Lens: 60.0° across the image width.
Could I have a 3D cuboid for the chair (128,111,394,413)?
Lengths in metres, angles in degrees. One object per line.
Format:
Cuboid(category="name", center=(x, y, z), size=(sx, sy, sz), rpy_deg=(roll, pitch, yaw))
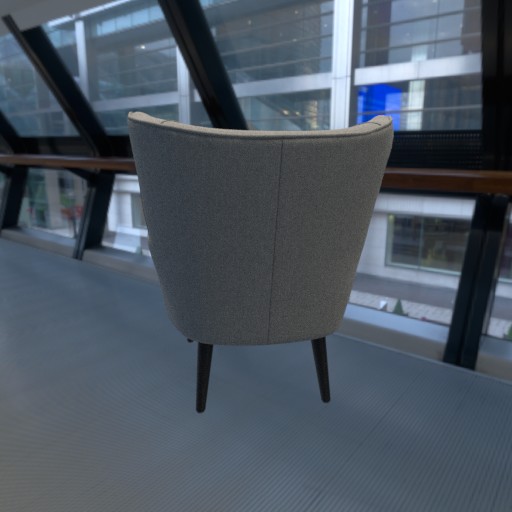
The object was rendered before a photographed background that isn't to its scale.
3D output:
Cuboid(category="chair", center=(0.000, 0.000, 1.569), size=(0.781, 0.933, 0.888), rpy_deg=(-2, 13, -8))
